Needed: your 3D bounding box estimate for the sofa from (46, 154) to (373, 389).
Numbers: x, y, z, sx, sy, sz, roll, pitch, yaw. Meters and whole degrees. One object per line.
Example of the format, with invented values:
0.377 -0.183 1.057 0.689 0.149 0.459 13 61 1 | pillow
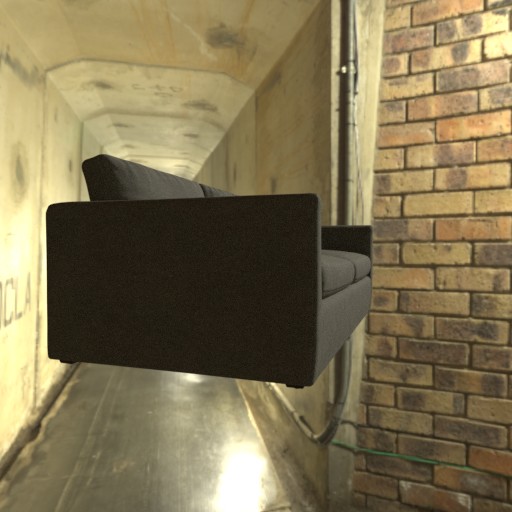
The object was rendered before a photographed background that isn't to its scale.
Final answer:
0.000 0.000 2.443 1.091 0.845 1.909 0 1 20 | sofa
